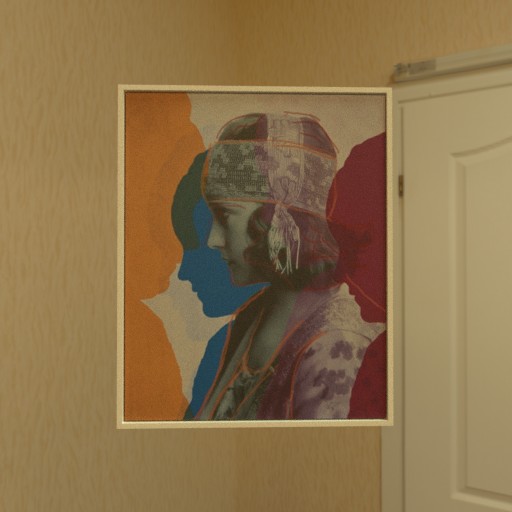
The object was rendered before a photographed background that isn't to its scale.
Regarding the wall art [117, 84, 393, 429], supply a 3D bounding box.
[{"bbox_3d":[0.000,0.000,0.727,0.443,0.549,0.030,0,-1,-2],"label":"wall art"}]
